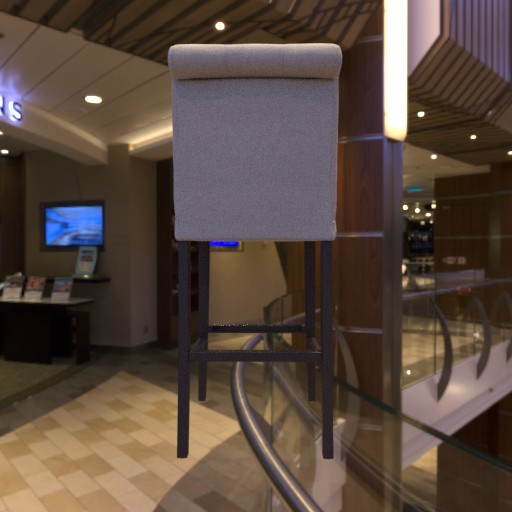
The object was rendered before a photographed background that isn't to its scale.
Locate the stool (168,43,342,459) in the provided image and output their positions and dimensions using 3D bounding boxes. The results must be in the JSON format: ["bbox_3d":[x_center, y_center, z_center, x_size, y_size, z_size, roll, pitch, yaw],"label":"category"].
[{"bbox_3d":[0.000,0.000,1.448,0.493,1.140,0.601,0,1,1],"label":"stool"}]
